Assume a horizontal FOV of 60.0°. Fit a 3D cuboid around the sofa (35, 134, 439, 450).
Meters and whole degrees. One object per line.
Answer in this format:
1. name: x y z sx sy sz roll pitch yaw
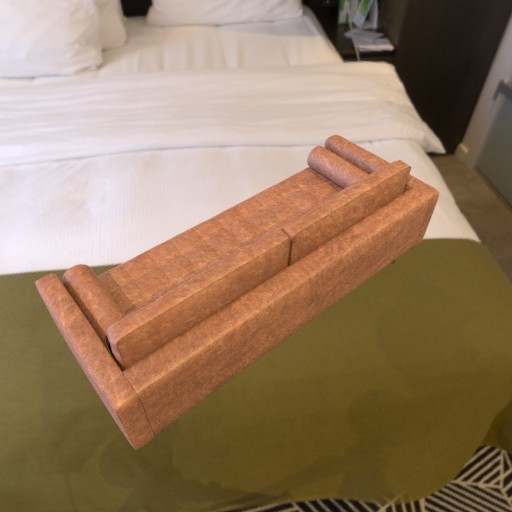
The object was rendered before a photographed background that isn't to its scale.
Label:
1. sofa: 0.000 0.000 2.613 2.210 0.762 0.914 -31 54 -26
